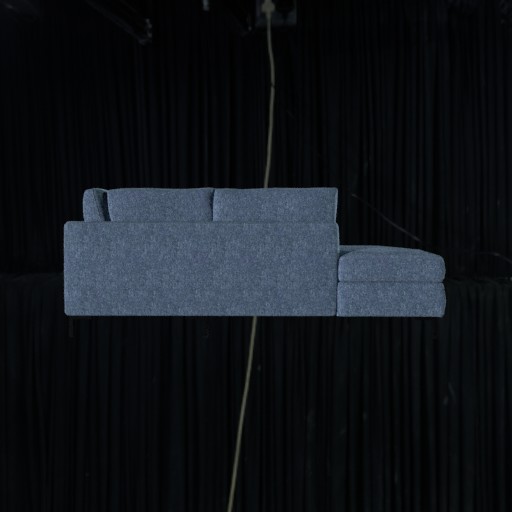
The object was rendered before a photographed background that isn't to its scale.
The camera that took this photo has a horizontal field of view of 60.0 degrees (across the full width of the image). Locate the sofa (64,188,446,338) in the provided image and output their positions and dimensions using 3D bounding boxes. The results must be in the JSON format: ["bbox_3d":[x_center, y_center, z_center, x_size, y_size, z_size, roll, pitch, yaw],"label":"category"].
[{"bbox_3d":[0.000,0.000,3.497,1.879,0.756,2.737,0,1,0],"label":"sofa"}]
